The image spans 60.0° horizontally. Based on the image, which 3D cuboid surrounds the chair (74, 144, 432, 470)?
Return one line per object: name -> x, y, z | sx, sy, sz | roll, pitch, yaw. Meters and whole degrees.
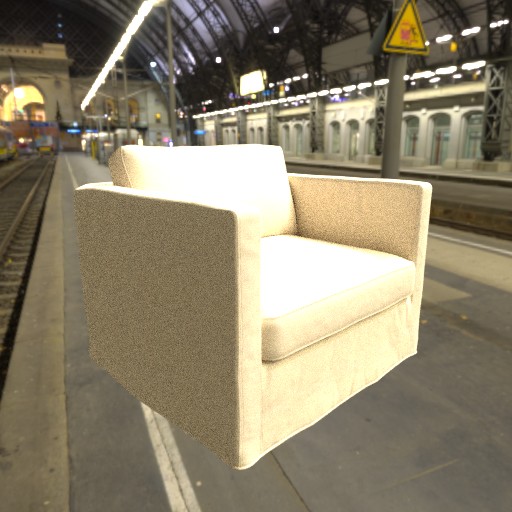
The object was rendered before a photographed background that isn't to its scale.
chair -> 0.000, 0.000, 1.743 | 1.057, 0.851, 0.947 | -14, 20, -43
